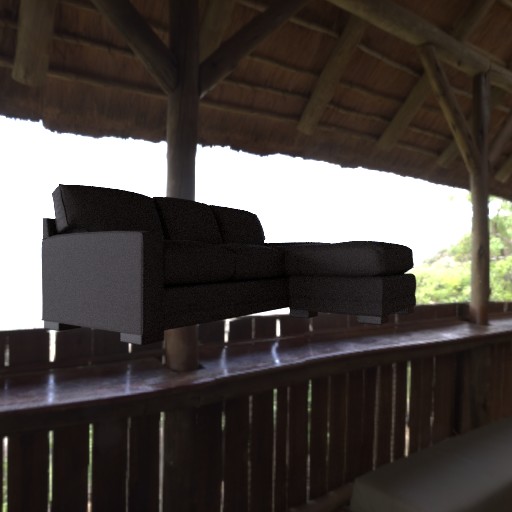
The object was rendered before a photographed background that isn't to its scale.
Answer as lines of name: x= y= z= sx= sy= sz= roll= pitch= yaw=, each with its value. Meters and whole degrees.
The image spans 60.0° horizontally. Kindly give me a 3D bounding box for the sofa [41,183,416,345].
sofa: x=0.000 y=0.000 z=3.347 sx=1.790 sy=0.973 sz=2.370 roll=0 pitch=0 yaw=35
